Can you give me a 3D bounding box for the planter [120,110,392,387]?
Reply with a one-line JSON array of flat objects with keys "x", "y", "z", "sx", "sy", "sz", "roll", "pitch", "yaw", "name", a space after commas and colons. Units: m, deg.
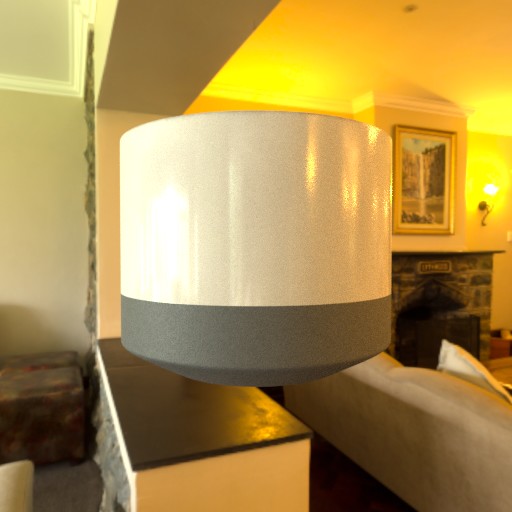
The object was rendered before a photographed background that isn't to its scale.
[{"x": 0.000, "y": 0.000, "z": 0.220, "sx": 0.128, "sy": 0.105, "sz": 0.128, "roll": 0, "pitch": 1, "yaw": 0, "name": "planter"}]
